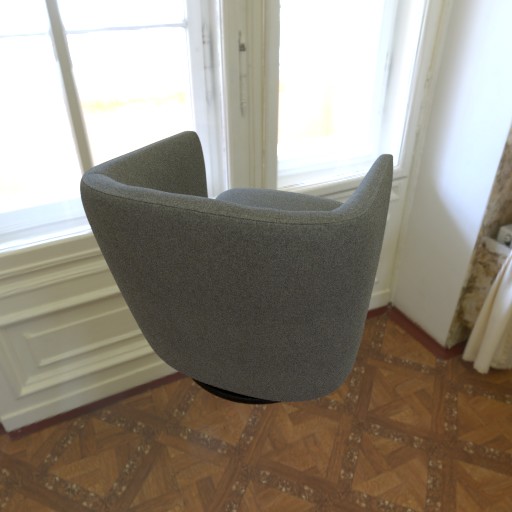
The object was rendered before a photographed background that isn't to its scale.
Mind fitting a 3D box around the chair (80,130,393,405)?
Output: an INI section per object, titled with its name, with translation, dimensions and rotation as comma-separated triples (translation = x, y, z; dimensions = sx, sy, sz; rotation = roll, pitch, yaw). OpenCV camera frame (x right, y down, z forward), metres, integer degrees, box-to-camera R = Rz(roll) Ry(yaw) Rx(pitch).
[chair]
translation = 0.000, 0.000, 1.557
dimensions = 0.822, 0.861, 0.986
rotation = 11, 35, 17
